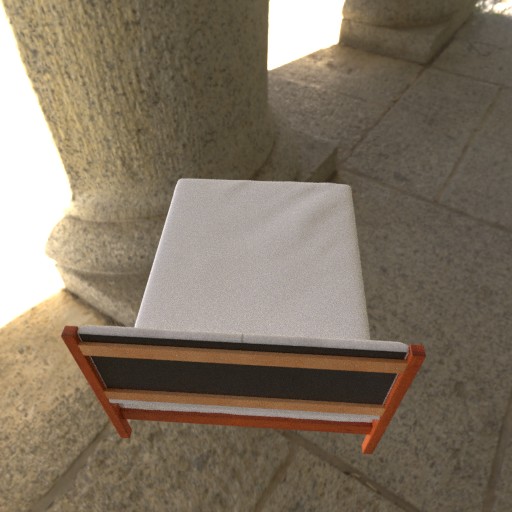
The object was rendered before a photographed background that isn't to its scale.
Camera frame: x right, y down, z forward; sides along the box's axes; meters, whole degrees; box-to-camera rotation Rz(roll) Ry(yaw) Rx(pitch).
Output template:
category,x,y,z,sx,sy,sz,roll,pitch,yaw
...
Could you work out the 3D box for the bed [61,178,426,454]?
category,x,y,z,sx,sy,sz,roll,pitch,yaw
bed,0.000,0.000,3.016,1.566,1.165,2.117,3,47,2
